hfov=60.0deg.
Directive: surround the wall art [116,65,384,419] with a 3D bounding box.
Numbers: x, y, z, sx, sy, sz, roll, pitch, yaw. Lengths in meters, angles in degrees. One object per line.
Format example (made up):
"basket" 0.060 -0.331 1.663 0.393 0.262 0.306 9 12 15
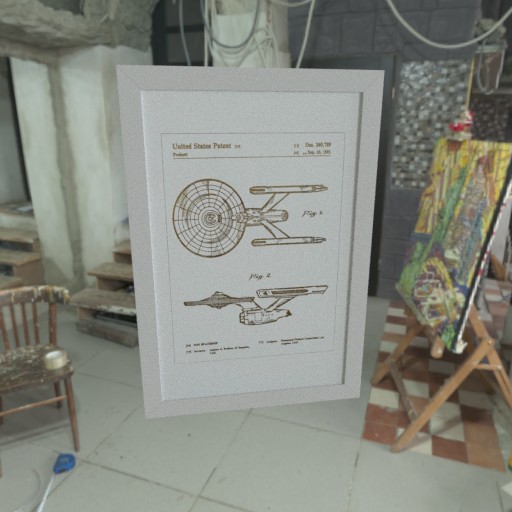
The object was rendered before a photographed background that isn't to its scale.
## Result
"wall art" 0.000 0.000 0.838 0.454 0.659 0.011 -3 17 -9
